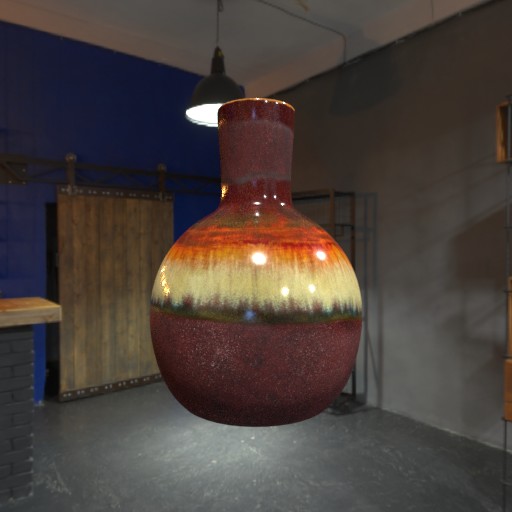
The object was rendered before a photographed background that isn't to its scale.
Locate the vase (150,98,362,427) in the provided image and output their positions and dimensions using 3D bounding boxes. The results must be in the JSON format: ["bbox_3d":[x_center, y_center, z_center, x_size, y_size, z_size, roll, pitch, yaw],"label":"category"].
[{"bbox_3d":[0.000,0.000,0.237,0.111,0.154,0.111,0,1,0],"label":"vase"}]
